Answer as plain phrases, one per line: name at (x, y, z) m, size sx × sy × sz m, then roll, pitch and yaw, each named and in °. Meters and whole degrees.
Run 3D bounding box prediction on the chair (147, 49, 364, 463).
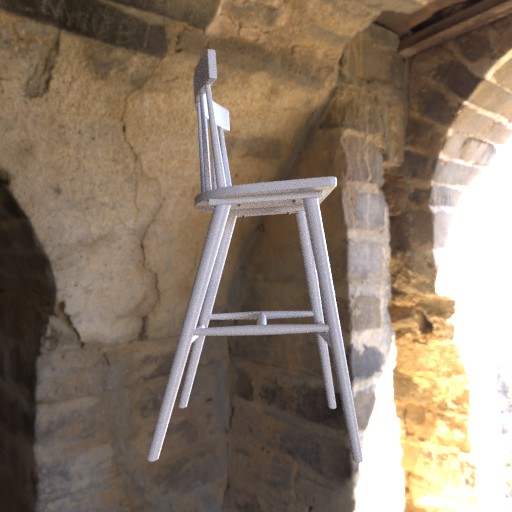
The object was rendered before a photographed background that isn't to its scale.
chair at (0.000, 0.000, 1.399) m, size 0.572 × 1.092 × 0.483 m, roll 0°, pitch -1°, yaw 1°
